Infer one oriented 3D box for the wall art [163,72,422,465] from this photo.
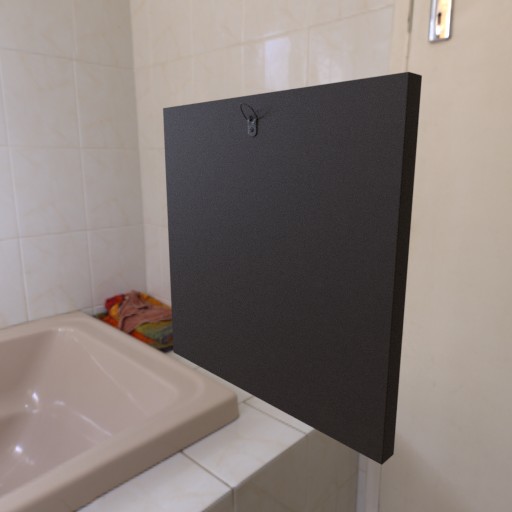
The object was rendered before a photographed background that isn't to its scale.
[{"bbox_3d":[0.000,0.000,0.507,0.038,0.349,0.349,-12,17,-43],"label":"wall art"}]
